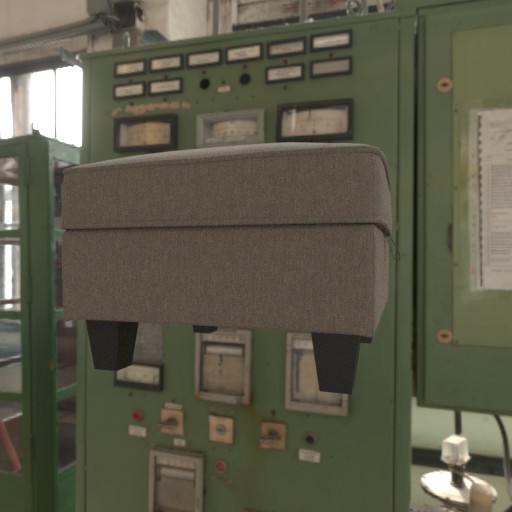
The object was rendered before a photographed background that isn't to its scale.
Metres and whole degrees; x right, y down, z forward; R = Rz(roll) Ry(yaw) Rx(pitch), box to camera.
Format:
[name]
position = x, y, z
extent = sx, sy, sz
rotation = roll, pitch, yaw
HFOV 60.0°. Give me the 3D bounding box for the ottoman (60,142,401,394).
[ottoman]
position = 0.000, 0.000, 1.403
extent = 0.871, 0.612, 0.808
rotation = 0, 0, 19
